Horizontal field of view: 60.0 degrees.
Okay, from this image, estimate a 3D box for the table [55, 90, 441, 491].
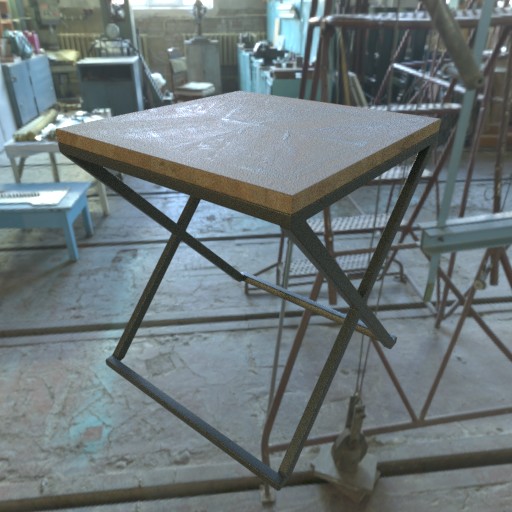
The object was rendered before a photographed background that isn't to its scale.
[{"bbox_3d":[0.000,0.000,0.934,0.499,0.550,0.498,22,36,33],"label":"table"}]
